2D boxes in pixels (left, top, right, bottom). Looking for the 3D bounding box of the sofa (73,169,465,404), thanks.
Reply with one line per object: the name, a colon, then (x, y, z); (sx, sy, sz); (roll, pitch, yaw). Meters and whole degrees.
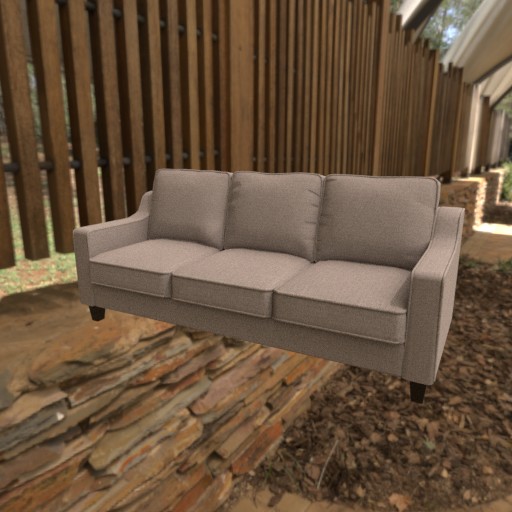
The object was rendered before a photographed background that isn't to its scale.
sofa: (0.000, 0.000, 2.607); (2.129, 0.950, 0.899); (7, 16, 27)
